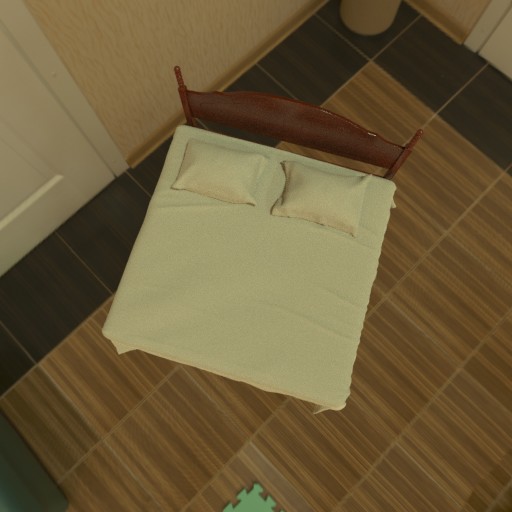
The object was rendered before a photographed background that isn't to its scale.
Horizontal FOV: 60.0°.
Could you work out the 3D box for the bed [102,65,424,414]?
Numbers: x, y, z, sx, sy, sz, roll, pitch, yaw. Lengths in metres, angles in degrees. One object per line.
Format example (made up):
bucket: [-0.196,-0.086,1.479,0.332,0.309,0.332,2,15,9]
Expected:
bed: [0.000,0.000,3.670,2.322,1.355,2.219,16,77,4]
